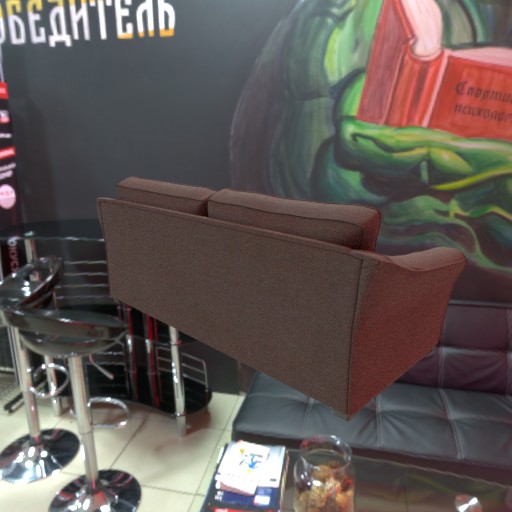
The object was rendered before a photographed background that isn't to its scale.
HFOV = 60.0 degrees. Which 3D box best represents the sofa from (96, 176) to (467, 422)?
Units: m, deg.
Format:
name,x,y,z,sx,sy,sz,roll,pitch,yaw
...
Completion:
name,x,y,z,sx,sy,sz,roll,pitch,yaw
sofa,0.000,0.000,2.780,2.270,0.906,0.986,15,21,43
